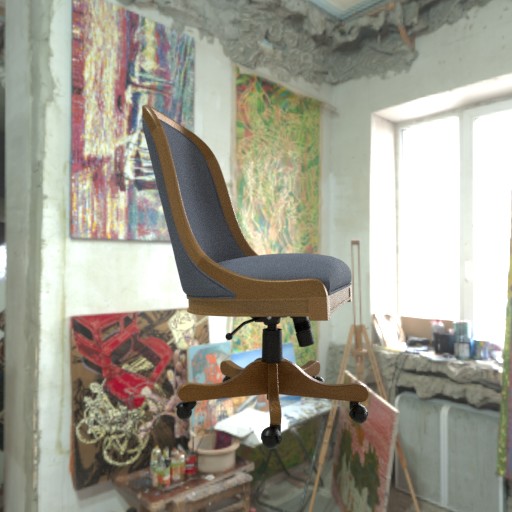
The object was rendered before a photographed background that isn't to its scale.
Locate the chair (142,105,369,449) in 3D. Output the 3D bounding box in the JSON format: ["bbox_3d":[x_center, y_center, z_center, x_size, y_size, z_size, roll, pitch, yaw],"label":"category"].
[{"bbox_3d":[0.000,0.000,1.489,0.735,1.031,0.605,0,-1,18],"label":"chair"}]
